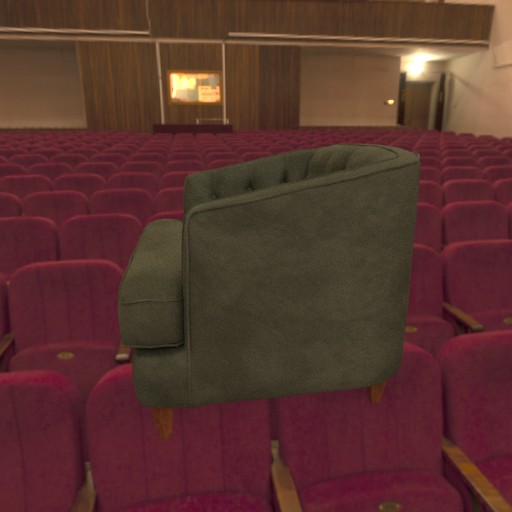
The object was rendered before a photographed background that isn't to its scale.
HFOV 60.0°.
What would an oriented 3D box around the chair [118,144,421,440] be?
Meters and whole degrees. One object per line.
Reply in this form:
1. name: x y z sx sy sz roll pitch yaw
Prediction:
1. chair: 0.000 0.000 1.746 0.941 0.852 1.104 -2 16 -8
